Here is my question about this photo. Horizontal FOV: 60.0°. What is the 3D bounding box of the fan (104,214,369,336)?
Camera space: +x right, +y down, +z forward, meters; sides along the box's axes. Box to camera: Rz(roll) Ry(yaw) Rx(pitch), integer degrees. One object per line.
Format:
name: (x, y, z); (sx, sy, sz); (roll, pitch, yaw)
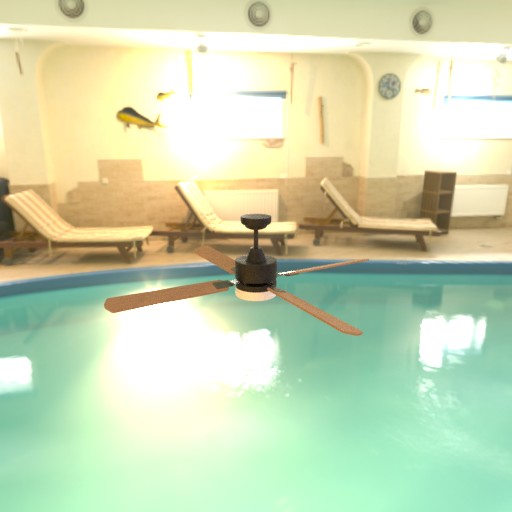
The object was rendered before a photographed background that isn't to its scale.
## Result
fan: (0.000, 0.000, 1.960); (1.320, 0.355, 1.320); (-9, 17, -29)
